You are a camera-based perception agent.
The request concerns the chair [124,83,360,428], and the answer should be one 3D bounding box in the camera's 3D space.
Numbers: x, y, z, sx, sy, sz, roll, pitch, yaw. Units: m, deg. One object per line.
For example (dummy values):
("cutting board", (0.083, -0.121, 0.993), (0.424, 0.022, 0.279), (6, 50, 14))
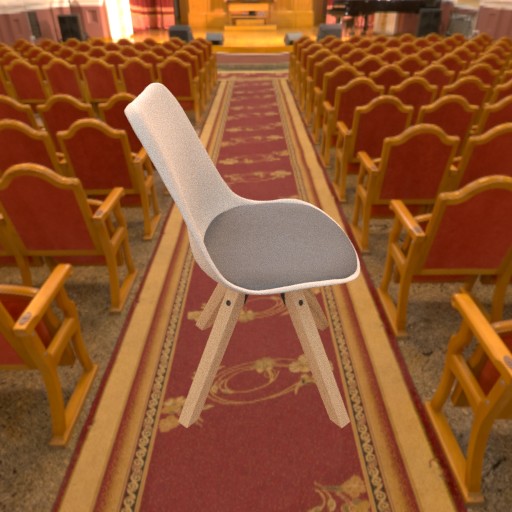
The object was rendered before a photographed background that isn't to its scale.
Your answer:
("chair", (0.000, 0.000, 1.206), (0.550, 0.850, 0.485), (0, 32, 0))
